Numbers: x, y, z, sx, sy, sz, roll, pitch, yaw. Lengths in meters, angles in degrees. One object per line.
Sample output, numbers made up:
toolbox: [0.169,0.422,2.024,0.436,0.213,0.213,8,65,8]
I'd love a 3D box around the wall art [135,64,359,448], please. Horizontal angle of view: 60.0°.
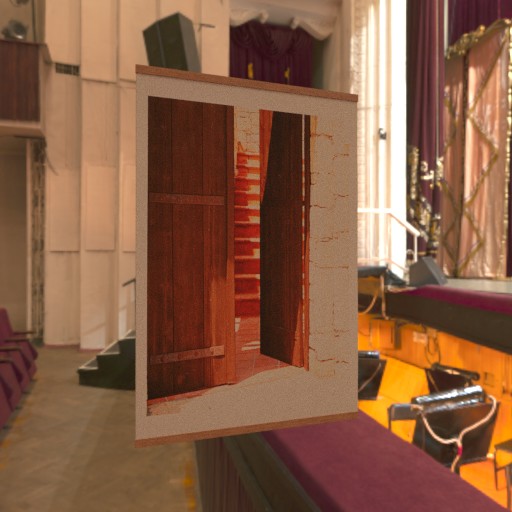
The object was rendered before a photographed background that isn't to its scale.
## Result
wall art: [0.000,0.000,1.929,1.019,1.527,0.019,0,0,-19]
